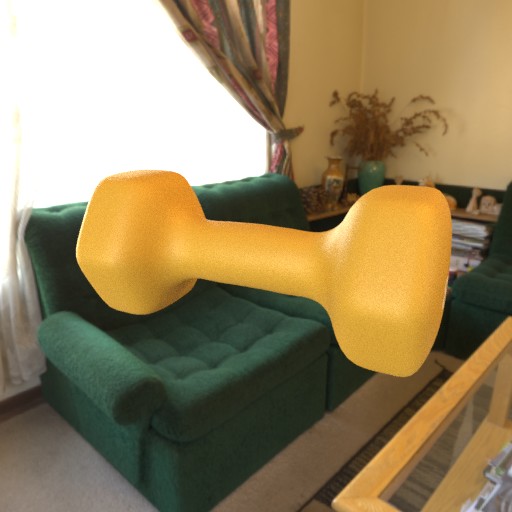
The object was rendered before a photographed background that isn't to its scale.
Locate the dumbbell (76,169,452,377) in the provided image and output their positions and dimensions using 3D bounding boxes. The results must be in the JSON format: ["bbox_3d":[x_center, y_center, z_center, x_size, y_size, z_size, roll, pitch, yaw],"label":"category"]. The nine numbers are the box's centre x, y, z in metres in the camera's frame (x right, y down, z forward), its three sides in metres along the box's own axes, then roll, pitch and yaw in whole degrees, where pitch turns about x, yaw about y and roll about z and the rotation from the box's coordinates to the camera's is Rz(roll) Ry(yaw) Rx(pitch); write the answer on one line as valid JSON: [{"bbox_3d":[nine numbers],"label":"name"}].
[{"bbox_3d":[0.000,0.000,0.237,0.190,0.082,0.090,9,20,25],"label":"dumbbell"}]
